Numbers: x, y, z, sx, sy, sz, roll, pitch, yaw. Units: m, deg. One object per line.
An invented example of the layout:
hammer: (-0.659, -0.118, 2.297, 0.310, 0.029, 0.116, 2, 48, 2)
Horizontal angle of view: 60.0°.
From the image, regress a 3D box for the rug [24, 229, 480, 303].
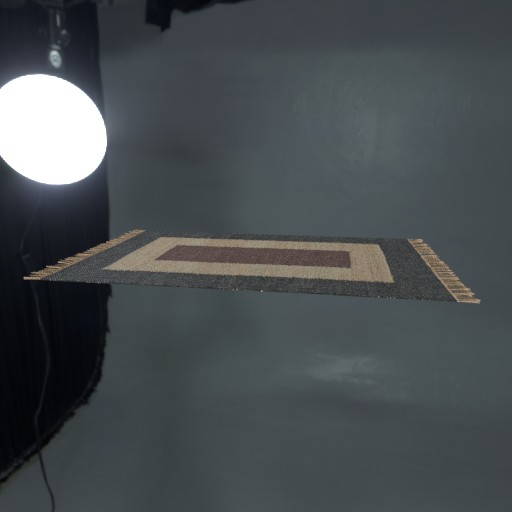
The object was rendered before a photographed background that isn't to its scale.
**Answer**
rug: (0.000, 0.000, 2.488, 2.021, 0.027, 1.224, 2, 14, 9)
